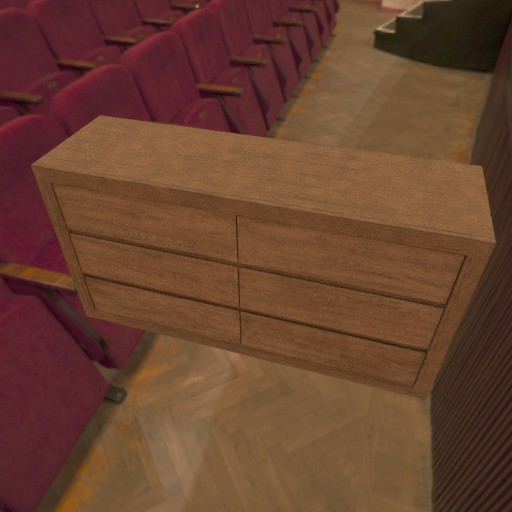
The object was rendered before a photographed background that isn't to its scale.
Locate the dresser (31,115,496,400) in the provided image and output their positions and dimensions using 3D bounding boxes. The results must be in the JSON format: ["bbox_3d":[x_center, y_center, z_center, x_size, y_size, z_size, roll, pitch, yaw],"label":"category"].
[{"bbox_3d":[0.000,0.000,1.951,1.628,0.889,0.483,11,42,13],"label":"dresser"}]
